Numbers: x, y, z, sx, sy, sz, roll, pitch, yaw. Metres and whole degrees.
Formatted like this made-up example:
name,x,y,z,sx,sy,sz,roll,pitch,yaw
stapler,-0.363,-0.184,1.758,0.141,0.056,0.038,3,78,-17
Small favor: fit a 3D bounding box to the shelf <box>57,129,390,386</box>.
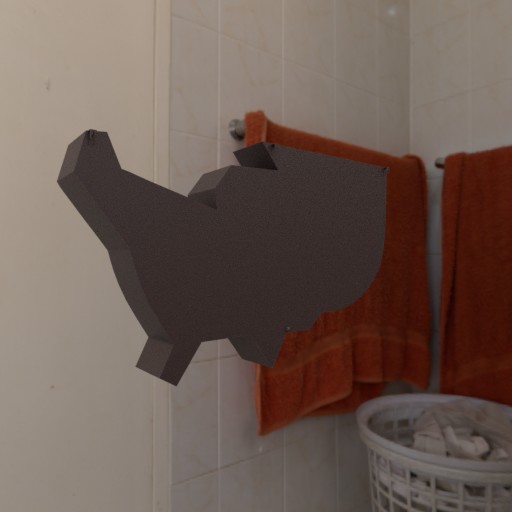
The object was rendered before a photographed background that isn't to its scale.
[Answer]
name,x,y,z,sx,sy,sz,roll,pitch,yaw
shelf,0.000,0.000,0.895,0.729,0.439,0.112,1,-1,-37
